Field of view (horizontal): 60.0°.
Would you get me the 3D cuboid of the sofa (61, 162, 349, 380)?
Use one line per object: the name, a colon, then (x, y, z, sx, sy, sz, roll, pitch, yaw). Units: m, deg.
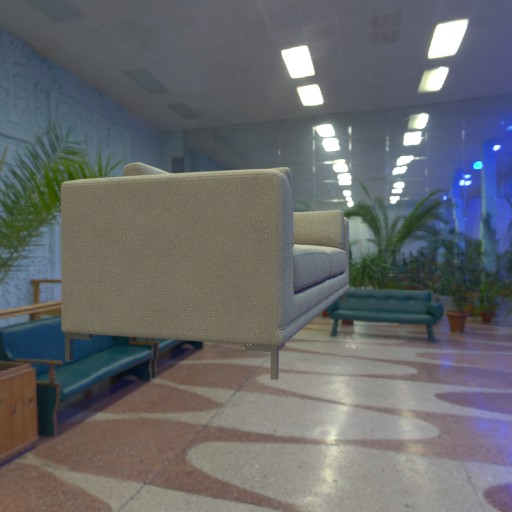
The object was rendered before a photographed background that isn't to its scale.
sofa: (0.000, 0.000, 2.862, 0.969, 0.867, 2.415, 0, 1, 17)
